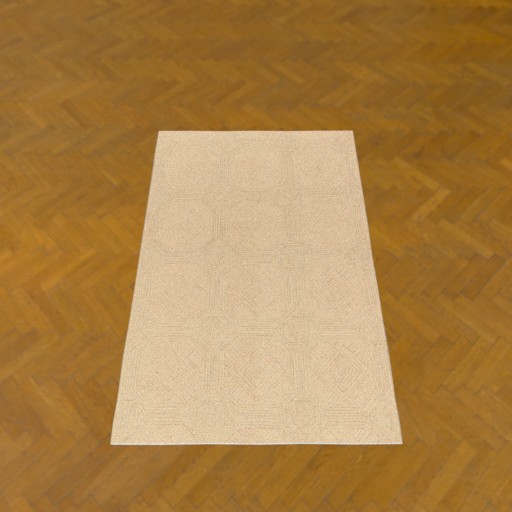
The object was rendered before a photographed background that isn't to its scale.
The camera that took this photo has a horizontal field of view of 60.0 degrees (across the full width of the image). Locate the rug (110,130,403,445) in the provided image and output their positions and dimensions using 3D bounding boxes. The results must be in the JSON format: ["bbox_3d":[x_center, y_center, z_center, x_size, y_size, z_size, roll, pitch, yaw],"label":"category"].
[{"bbox_3d":[0.000,0.000,2.328,1.236,0.009,1.839,0,59,0],"label":"rug"}]
